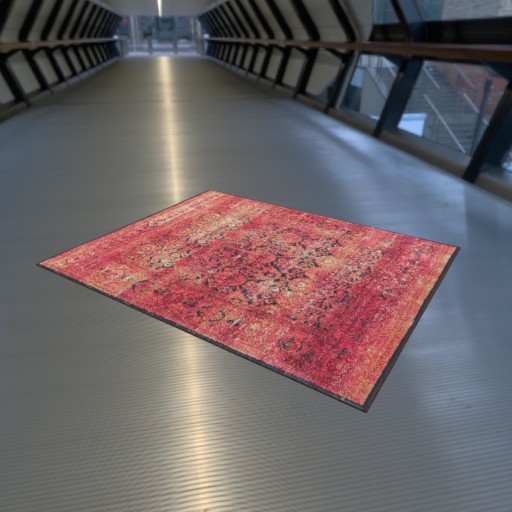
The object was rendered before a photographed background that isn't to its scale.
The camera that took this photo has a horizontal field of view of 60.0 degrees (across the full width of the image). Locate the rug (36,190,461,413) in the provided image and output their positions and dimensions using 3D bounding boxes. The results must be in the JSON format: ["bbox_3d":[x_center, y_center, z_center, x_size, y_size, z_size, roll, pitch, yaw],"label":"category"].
[{"bbox_3d":[0.000,0.000,4.020,3.032,0.020,2.411,17,32,29],"label":"rug"}]
